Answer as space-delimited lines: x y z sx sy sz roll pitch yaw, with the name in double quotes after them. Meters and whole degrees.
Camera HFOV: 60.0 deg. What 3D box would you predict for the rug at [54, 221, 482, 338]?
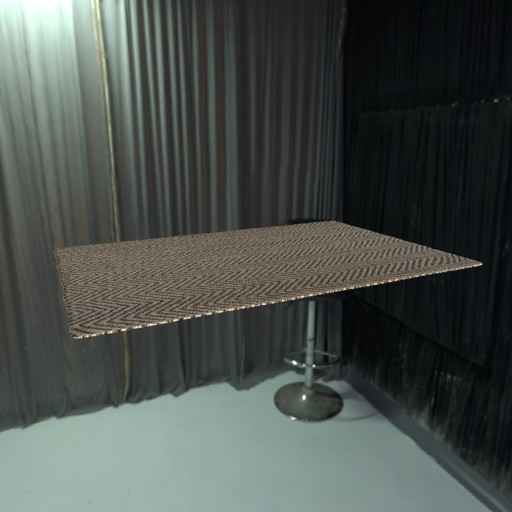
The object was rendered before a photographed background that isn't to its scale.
0.000 0.000 2.244 1.828 0.008 1.219 -7 17 -25 "rug"
